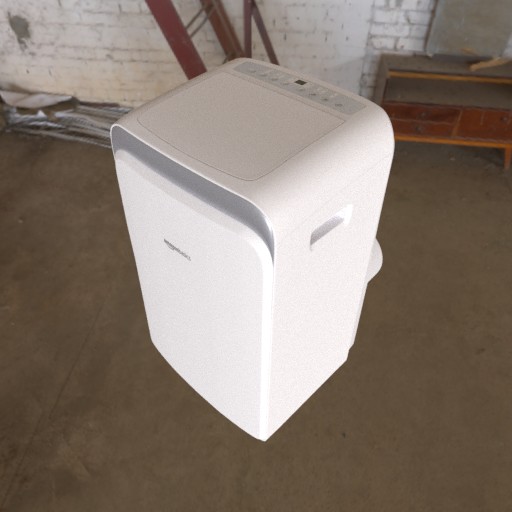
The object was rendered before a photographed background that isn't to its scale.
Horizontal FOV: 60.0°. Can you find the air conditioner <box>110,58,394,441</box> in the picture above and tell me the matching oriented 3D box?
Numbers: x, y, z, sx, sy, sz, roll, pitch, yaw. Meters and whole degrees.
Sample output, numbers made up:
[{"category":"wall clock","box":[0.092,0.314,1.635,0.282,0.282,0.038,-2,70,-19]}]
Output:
[{"category":"air conditioner","box":[0.000,0.000,1.062,0.478,0.765,0.467,33,53,29]}]
